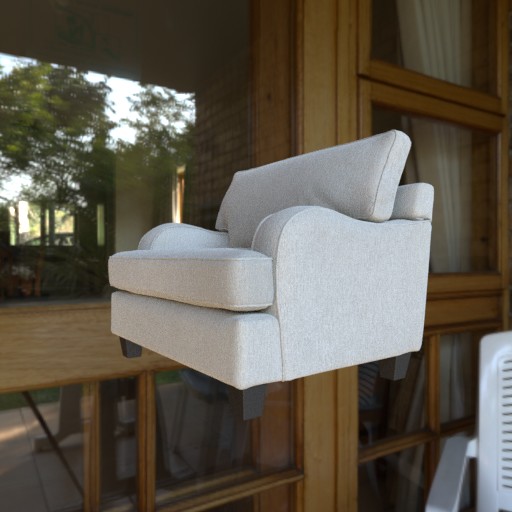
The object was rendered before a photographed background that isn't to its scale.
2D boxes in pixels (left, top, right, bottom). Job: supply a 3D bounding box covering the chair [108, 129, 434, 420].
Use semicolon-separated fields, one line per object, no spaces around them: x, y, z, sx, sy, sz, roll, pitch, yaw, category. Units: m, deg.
0.000;0.000;2.068;1.041;1.016;1.220;0;0;-36;chair
